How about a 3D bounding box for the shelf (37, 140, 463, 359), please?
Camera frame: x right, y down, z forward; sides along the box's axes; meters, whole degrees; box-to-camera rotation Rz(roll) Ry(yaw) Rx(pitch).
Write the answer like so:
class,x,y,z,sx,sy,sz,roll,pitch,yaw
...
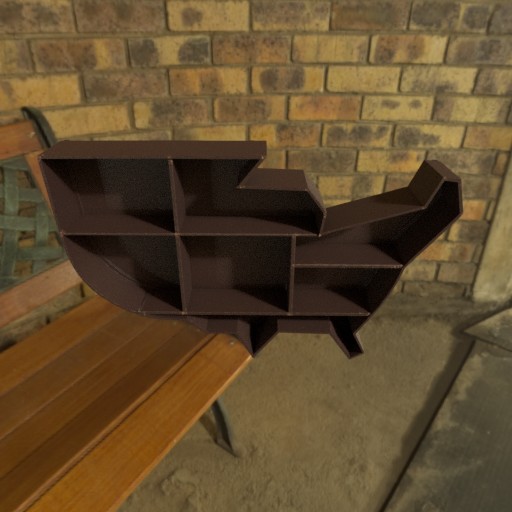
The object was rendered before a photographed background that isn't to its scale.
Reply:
class,x,y,z,sx,sy,sz,roll,pitch,yaw
shelf,0.000,0.000,0.888,0.729,0.439,0.112,0,29,1
